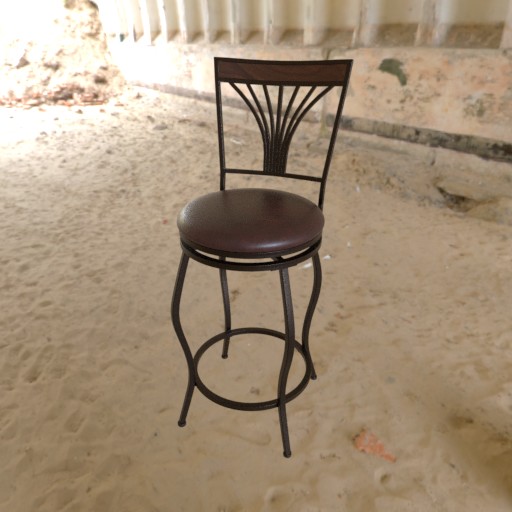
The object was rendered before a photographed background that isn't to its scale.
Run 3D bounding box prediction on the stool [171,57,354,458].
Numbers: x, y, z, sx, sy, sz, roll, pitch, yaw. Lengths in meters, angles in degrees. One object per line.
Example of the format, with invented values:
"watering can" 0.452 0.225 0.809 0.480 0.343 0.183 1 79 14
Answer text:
"stool" 0.000 0.000 1.389 0.433 1.117 0.514 9 28 17
